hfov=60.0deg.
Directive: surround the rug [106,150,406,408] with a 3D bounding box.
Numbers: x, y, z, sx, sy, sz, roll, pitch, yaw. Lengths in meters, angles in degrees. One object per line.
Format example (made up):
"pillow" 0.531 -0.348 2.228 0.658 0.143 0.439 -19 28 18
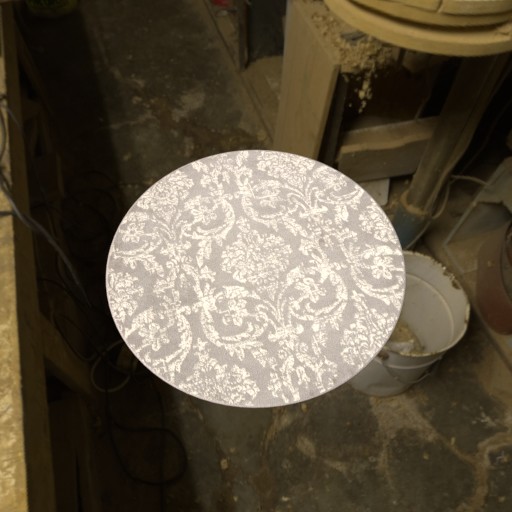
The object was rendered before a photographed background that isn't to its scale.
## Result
"rug" 0.000 0.000 2.390 1.593 0.012 1.593 0 58 0
